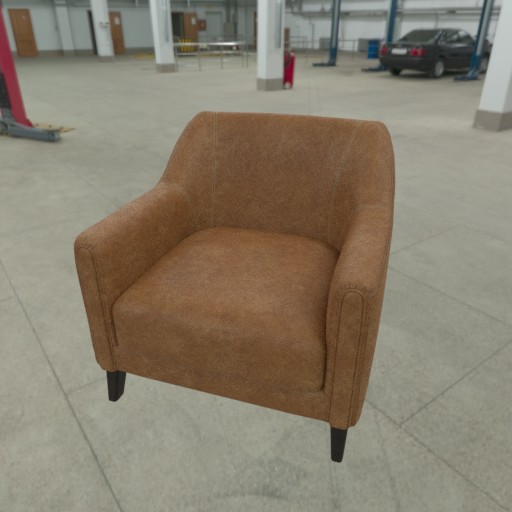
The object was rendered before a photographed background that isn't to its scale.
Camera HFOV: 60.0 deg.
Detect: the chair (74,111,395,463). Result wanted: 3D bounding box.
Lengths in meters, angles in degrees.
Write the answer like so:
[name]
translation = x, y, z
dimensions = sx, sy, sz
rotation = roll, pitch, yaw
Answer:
[chair]
translation = 0.000, 0.000, 1.823
dimensions = 1.037, 0.980, 1.034
rotation = 9, 29, 16
